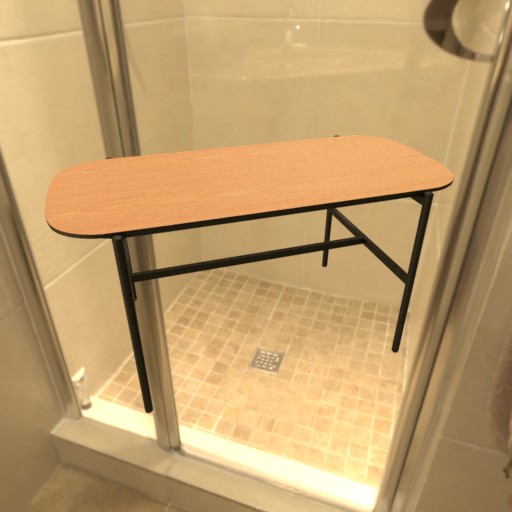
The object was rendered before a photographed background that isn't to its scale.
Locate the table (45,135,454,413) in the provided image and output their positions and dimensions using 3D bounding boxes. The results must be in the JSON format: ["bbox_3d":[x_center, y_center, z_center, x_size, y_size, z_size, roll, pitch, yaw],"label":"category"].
[{"bbox_3d":[0.000,0.000,1.015,0.800,0.400,0.400,-9,33,-15],"label":"table"}]
